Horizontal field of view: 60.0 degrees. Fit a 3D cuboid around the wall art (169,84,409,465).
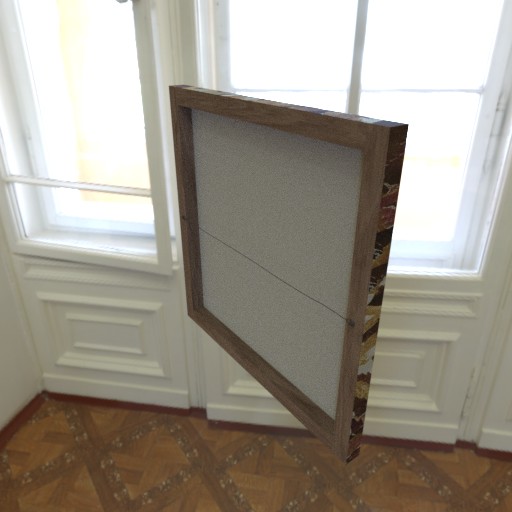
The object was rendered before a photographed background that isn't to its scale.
[{"bbox_3d":[0.000,0.000,0.915,0.041,0.613,0.609,-18,32,-32],"label":"wall art"}]
